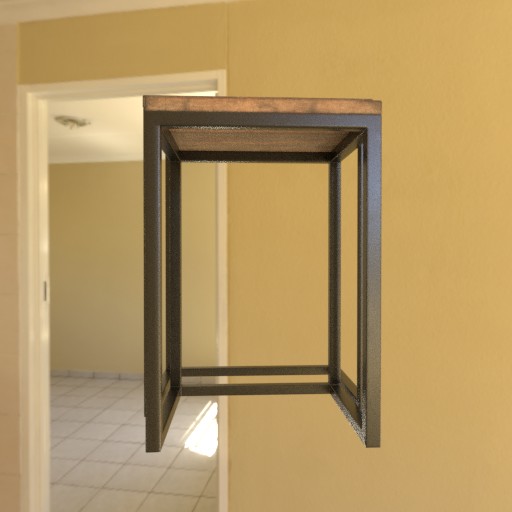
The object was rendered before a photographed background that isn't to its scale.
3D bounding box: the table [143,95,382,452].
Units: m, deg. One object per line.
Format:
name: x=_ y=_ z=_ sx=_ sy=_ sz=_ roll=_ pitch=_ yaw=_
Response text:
table: x=0.000 y=0.000 z=0.927 sx=0.456 sy=0.615 sz=0.460 roll=0 pitch=1 yaw=-1
